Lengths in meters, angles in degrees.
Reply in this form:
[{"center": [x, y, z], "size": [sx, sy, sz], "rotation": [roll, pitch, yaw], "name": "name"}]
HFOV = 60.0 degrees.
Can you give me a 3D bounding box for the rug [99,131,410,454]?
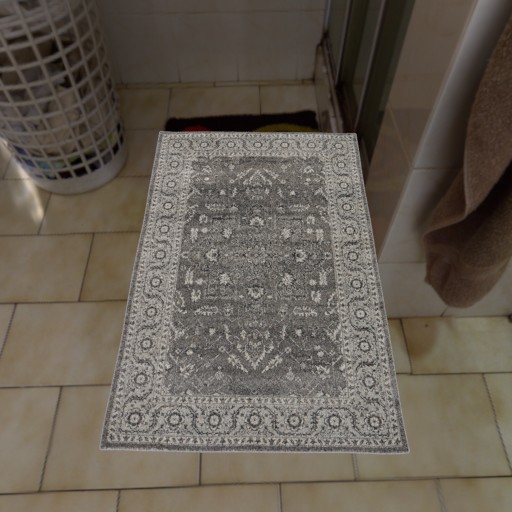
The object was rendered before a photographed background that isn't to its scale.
[{"center": [0.000, 0.000, 2.222], "size": [1.209, 0.019, 1.828], "rotation": [1, 57, 0], "name": "rug"}]
